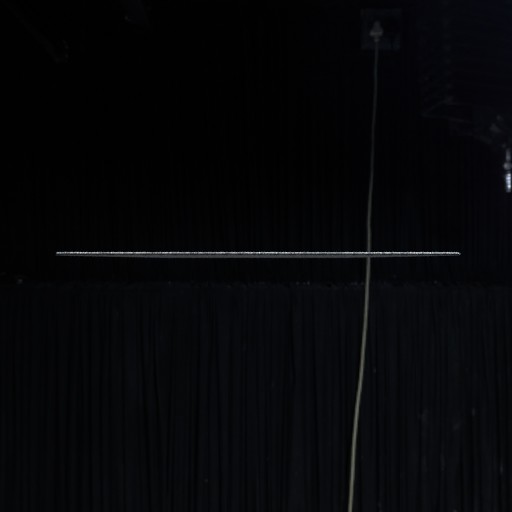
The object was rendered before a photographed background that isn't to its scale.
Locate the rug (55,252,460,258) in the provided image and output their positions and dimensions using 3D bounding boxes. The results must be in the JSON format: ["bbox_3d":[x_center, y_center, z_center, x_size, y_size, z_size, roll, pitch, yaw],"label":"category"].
[{"bbox_3d":[0.000,0.000,2.952,1.676,0.013,2.261,0,0,0],"label":"rug"}]
